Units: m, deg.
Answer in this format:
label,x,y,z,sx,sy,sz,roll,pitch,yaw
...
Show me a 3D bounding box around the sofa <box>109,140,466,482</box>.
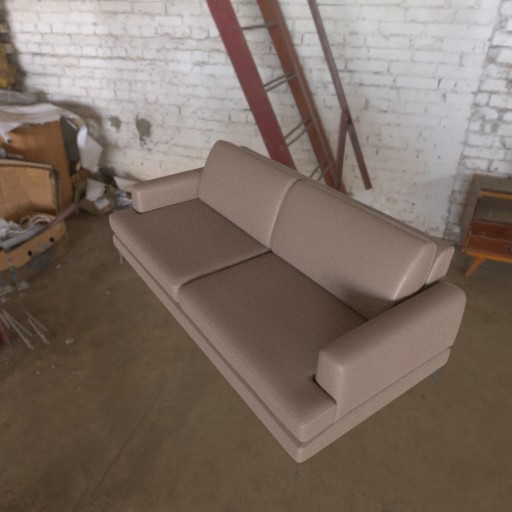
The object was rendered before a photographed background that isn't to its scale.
label,x,y,z,sx,sy,sz,roll,pitch,yaw
sofa,0.000,0.000,2.386,0.974,0.765,1.940,-20,38,-29
